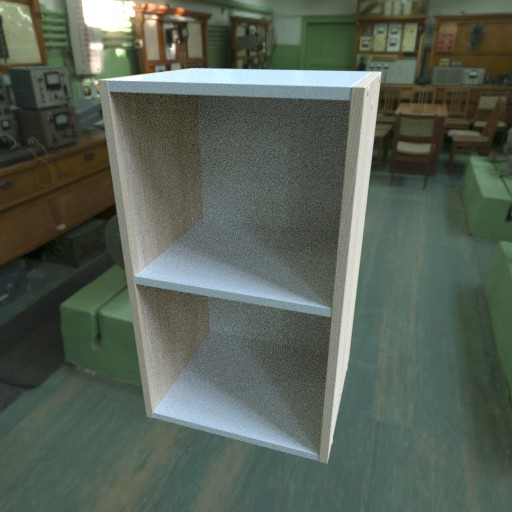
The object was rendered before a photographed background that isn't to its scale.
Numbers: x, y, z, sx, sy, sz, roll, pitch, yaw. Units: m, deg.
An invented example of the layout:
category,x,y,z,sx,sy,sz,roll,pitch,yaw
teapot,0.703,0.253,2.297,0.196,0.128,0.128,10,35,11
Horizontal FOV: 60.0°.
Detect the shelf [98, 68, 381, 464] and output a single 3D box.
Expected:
category,x,y,z,sx,sy,sz,roll,pitch,yaw
shelf,0.000,0.000,0.793,0.350,0.600,0.290,8,27,16
